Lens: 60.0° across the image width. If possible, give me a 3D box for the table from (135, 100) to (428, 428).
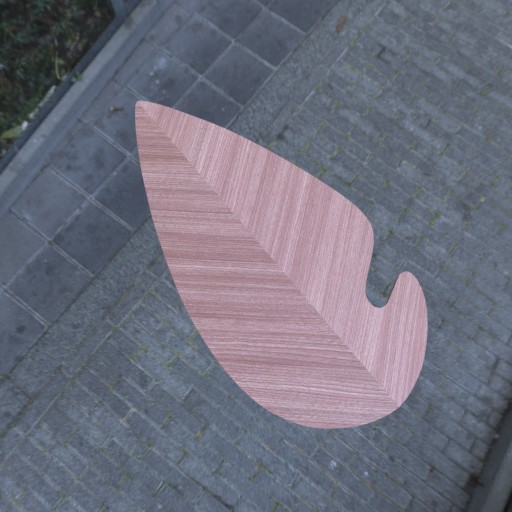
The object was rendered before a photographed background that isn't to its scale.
[{"bbox_3d":[0.000,0.000,1.471,0.598,0.360,1.199,-38,78,-9],"label":"table"}]
